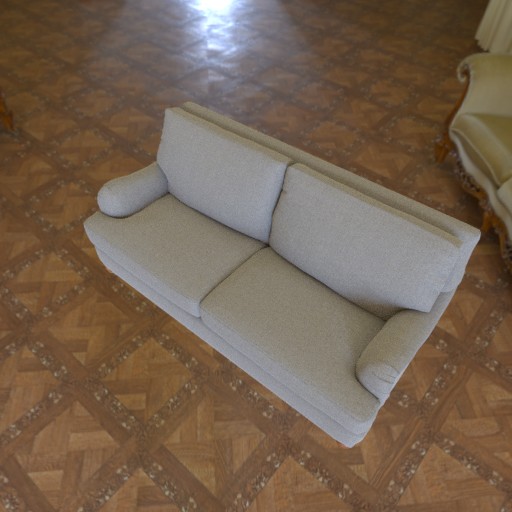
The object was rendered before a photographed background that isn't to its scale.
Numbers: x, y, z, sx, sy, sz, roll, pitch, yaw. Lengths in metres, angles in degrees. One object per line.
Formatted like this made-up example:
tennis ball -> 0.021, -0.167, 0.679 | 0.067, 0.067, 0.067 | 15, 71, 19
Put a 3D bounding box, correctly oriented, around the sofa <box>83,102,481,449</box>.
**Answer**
sofa -> 0.000, 0.000, 2.742 | 2.160, 1.054, 1.087 | 31, 55, 25
